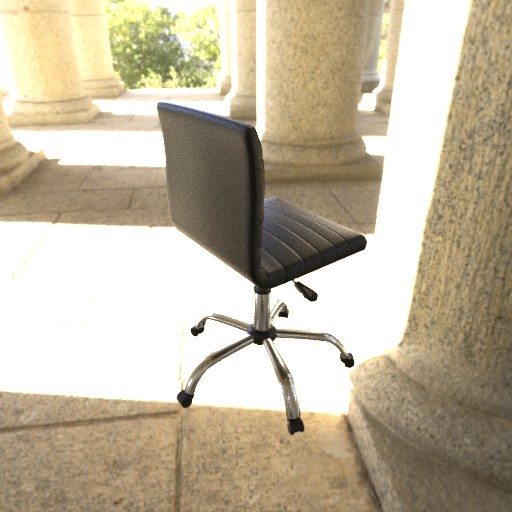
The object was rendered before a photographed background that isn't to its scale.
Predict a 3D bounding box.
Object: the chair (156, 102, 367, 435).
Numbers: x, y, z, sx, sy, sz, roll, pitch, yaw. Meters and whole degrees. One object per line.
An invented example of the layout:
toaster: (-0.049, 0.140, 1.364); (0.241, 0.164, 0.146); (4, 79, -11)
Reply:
chair: (0.000, 0.000, 1.191); (0.530, 0.780, 0.556); (-18, 33, -32)
